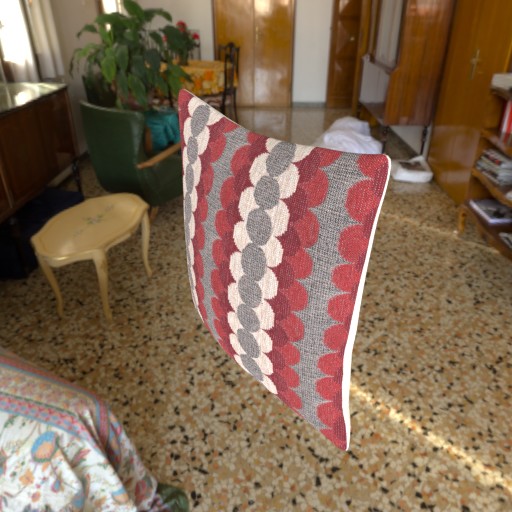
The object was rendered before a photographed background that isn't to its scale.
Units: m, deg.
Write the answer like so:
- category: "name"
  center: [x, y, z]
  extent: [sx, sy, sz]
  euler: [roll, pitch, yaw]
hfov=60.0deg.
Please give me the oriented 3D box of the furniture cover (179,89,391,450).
- category: "furniture cover"
  center: [0.000, 0.000, 0.661]
  extent: [0.145, 0.420, 0.435]
  euler: [-19, 35, -30]
